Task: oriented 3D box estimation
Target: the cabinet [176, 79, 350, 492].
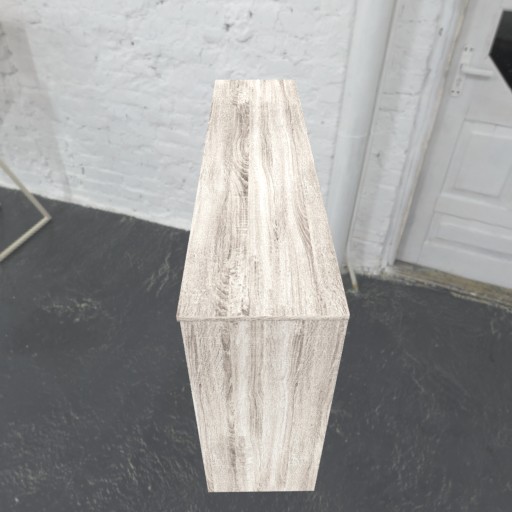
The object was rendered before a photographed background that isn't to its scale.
[{"bbox_3d":[0.000,0.000,1.780,0.380,0.900,1.450,0,40,-1],"label":"cabinet"}]
